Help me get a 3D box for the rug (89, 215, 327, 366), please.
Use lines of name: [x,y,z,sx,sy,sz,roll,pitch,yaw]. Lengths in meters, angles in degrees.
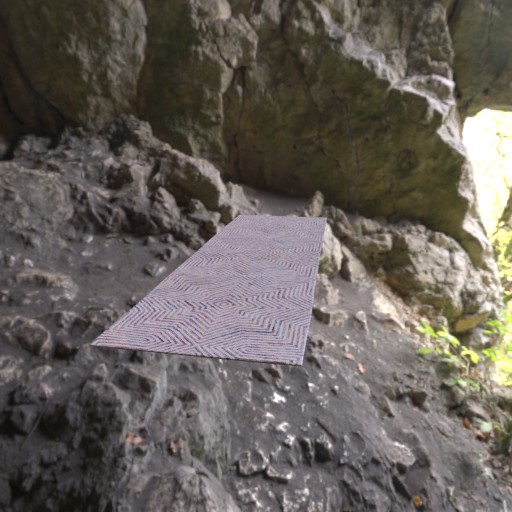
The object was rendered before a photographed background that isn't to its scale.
rug: [0.000,0.000,2.674,0.771,0.009,2.443,3,17,10]
